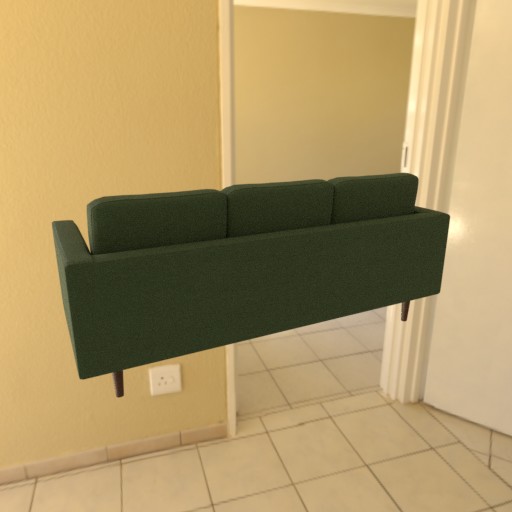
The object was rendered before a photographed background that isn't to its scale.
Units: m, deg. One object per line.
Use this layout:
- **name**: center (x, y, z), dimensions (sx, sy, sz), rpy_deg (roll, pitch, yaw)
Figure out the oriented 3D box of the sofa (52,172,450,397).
- **sofa**: center (0.000, 0.000, 2.510), dimensions (2.029, 0.899, 0.879), rpy_deg (-9, 20, -25)
